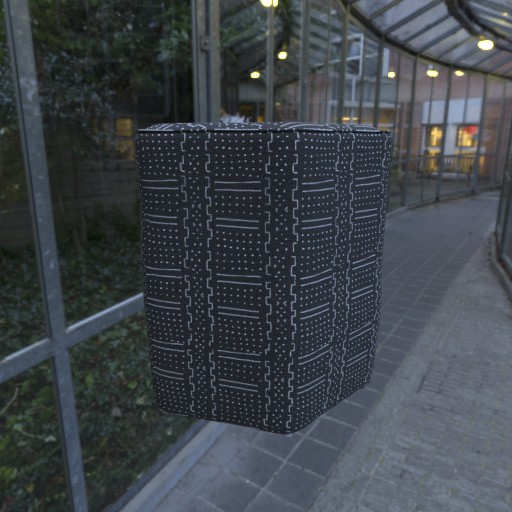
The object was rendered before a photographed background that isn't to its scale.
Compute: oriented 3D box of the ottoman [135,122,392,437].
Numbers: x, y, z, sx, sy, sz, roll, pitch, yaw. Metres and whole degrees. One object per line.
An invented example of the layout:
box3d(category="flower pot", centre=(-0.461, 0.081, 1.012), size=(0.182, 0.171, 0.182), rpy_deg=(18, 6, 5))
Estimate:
box3d(category="ottoman", centre=(0.000, 0.000, 0.888), size=(0.494, 0.502, 0.443), rpy_deg=(-14, 20, -42))
